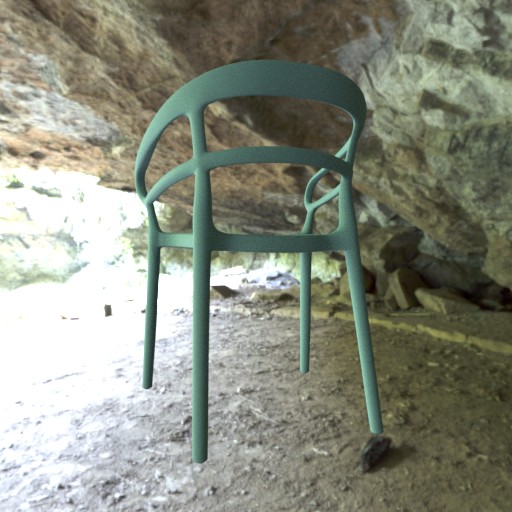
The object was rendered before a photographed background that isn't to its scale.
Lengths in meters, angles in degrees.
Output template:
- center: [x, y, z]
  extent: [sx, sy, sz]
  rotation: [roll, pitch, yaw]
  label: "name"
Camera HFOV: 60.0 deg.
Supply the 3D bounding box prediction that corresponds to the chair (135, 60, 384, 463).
- center: [0.000, 0.000, 1.114]
  extent: [0.559, 0.761, 0.527]
  rotation: [0, 1, -19]
  label: "chair"
